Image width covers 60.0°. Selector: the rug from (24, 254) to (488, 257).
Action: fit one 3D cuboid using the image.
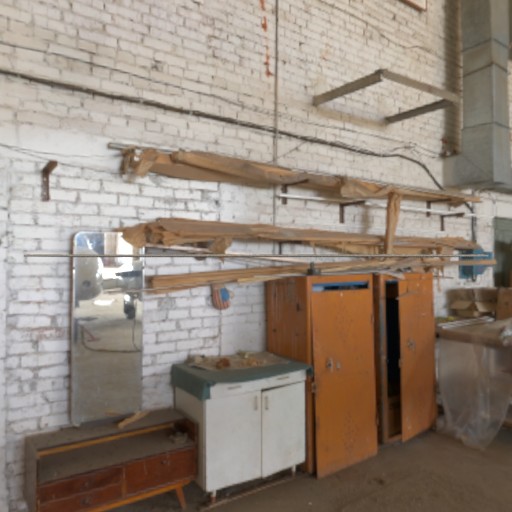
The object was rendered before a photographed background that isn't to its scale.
[{"bbox_3d":[0.000,0.000,2.422,2.196,0.011,0.662,0,0,0],"label":"rug"}]
